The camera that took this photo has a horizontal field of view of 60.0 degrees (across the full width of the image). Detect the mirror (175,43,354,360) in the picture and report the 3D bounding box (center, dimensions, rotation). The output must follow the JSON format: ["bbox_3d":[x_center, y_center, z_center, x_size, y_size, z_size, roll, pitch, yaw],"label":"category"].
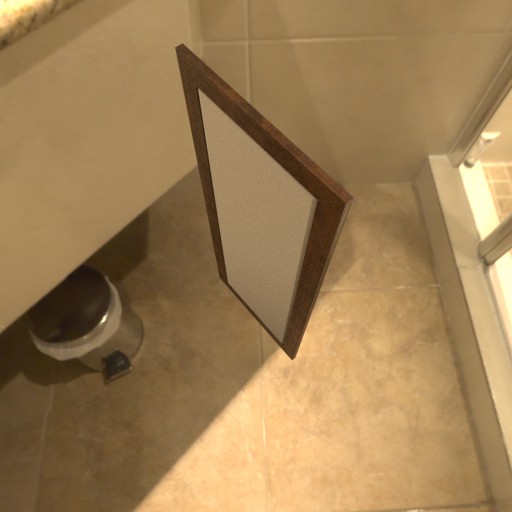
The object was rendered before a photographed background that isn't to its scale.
[{"bbox_3d":[0.000,0.000,2.291,0.032,2.031,0.812,-37,70,-16],"label":"mirror"}]
